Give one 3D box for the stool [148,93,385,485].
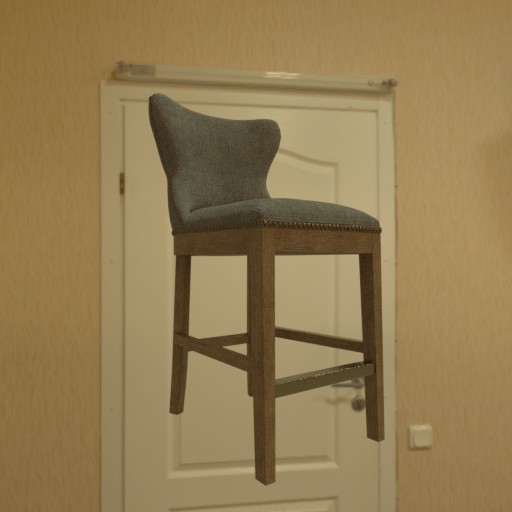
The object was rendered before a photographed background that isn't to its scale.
[{"bbox_3d":[0.000,0.000,1.301,0.498,0.981,0.608,0,0,-37],"label":"stool"}]
